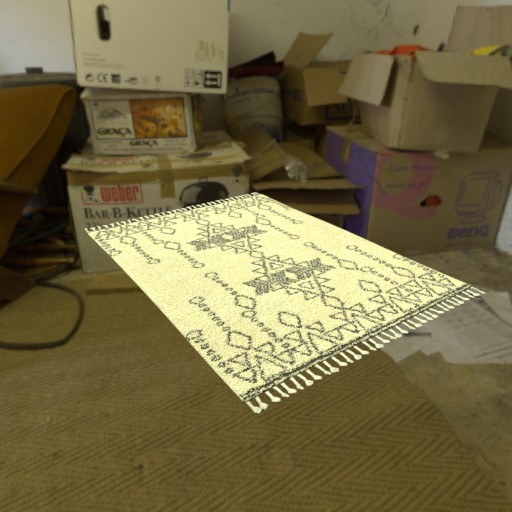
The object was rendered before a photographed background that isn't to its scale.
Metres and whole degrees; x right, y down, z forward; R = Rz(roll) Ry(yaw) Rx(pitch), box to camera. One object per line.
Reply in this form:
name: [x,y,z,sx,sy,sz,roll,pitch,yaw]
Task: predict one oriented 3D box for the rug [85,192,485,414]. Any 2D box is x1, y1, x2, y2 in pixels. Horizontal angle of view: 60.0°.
rug: [0.000,0.000,3.905,2.125,0.028,3.027,-17,31,-31]
